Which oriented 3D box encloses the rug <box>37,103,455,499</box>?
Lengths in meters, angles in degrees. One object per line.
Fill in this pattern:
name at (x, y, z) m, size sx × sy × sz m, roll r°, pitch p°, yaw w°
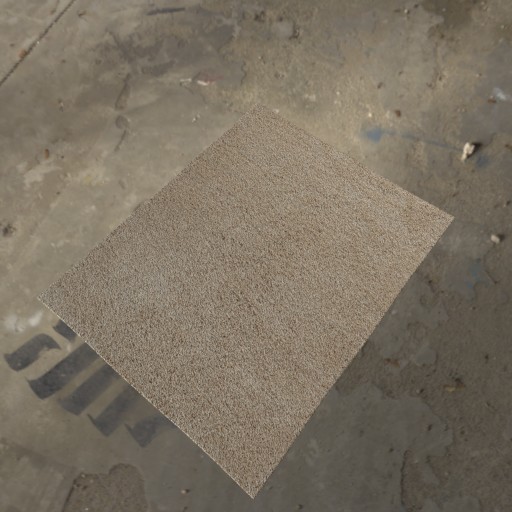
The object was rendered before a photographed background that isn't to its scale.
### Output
rug at (0.000, 0.000, 3.992) m, size 2.400 × 0.025 × 3.000 m, roll 36°, pitch 67°, yaw 17°
